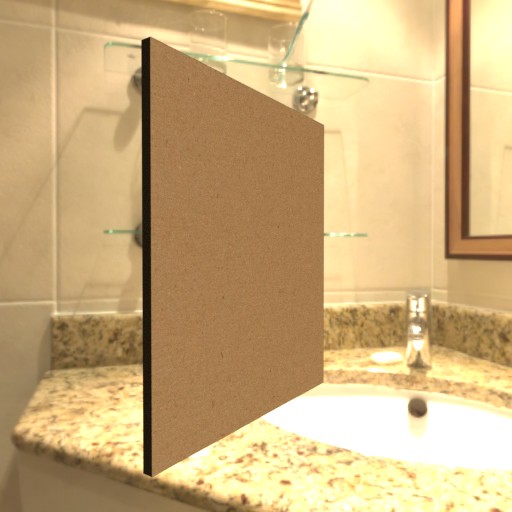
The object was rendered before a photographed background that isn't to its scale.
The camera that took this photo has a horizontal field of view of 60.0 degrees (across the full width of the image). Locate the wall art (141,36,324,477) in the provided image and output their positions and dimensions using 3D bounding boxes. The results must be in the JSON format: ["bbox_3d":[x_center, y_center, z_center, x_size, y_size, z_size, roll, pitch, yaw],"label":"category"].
[{"bbox_3d":[0.000,0.000,1.185,0.028,0.863,0.755,1,1,35],"label":"wall art"}]
